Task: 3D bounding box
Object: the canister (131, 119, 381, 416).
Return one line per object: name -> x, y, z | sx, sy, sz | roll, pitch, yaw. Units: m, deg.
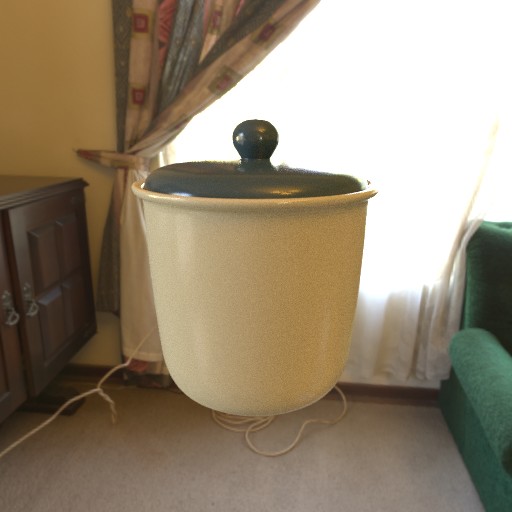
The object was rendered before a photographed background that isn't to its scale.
canister -> 0.000, 0.000, 0.351 | 0.182, 0.208, 0.182 | 0, 16, 0
